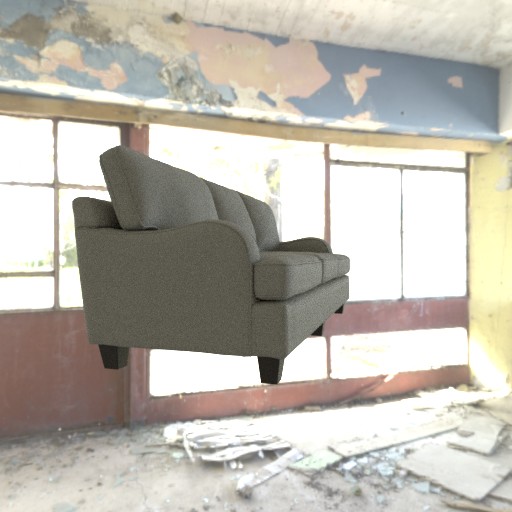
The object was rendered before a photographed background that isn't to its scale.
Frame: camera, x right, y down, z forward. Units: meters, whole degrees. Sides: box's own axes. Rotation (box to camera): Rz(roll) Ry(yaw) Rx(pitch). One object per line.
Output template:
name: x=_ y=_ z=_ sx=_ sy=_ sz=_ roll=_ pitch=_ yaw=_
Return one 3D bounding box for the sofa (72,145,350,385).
sofa: x=0.000 y=0.000 z=2.920 sx=1.016 sy=0.997 sz=2.323 roll=0 pitch=1 yaw=18
